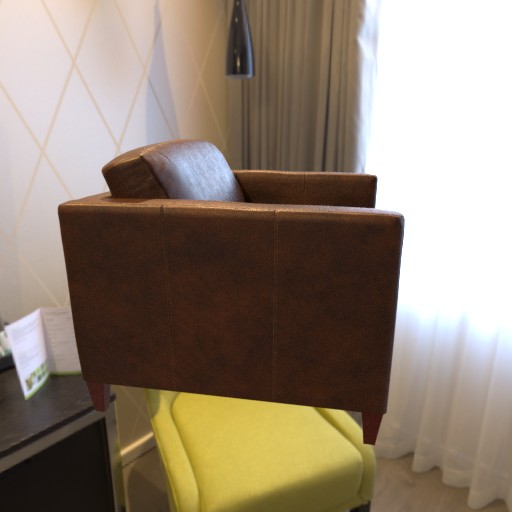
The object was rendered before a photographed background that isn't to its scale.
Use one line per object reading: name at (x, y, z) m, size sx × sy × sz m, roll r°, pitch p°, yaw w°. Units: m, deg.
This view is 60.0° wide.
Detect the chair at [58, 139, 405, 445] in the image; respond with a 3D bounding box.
chair at (0.000, 0.000, 1.708) m, size 0.975 × 0.864 × 0.990 m, roll 3°, pitch 17°, yaw 10°
